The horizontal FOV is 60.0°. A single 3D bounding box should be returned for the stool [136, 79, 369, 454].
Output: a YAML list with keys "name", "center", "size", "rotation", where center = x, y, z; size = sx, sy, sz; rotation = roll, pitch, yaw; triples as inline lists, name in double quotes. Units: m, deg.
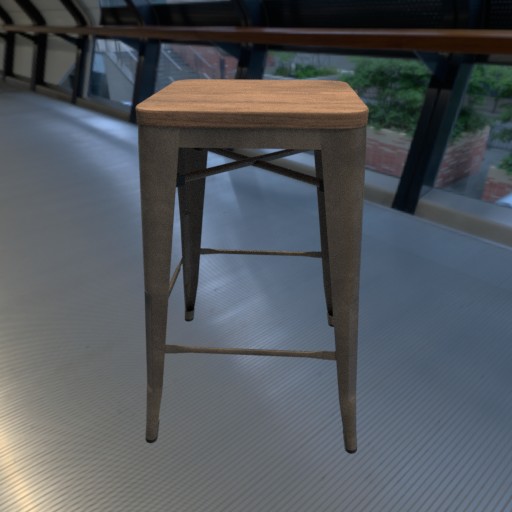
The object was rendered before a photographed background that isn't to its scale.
- name: "stool"
  center: [0.000, 0.000, 0.869]
  size: [0.407, 0.607, 0.407]
  rotation: [2, 29, 3]
